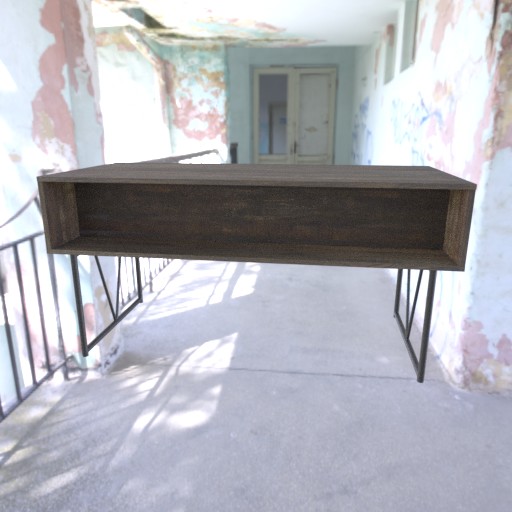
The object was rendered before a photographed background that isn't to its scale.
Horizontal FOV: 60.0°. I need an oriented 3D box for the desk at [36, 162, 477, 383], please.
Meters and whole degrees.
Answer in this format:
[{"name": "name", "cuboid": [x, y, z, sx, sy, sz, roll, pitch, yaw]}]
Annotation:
[{"name": "desk", "cuboid": [0.000, 0.000, 2.048, 1.600, 0.780, 0.730, 2, 17, 8]}]
